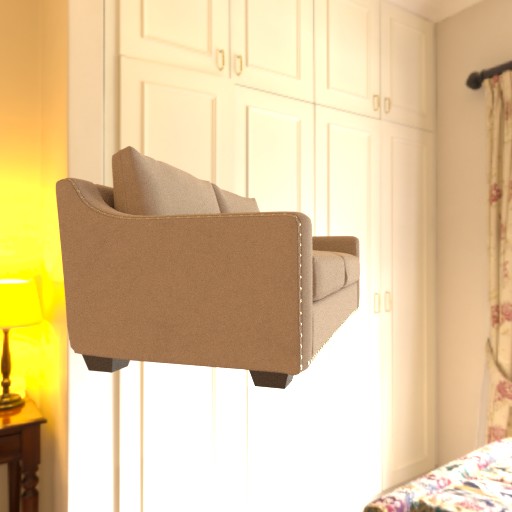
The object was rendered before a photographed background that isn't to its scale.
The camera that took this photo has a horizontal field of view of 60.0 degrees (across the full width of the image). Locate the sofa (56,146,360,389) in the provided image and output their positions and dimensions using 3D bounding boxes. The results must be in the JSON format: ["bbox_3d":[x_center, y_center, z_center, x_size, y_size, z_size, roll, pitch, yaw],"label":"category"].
[{"bbox_3d":[0.000,0.000,2.519,1.030,0.901,1.967,0,0,18],"label":"sofa"}]
